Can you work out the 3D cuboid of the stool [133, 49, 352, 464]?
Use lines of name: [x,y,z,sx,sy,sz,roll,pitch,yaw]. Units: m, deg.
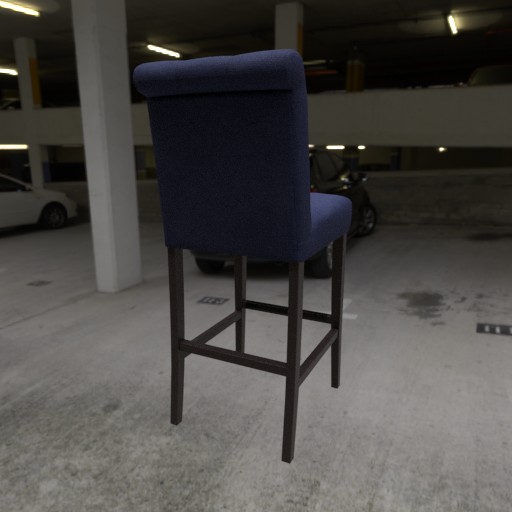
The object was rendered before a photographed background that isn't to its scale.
stool: [0.000,0.000,1.460,0.493,1.140,0.601,7,16,26]
